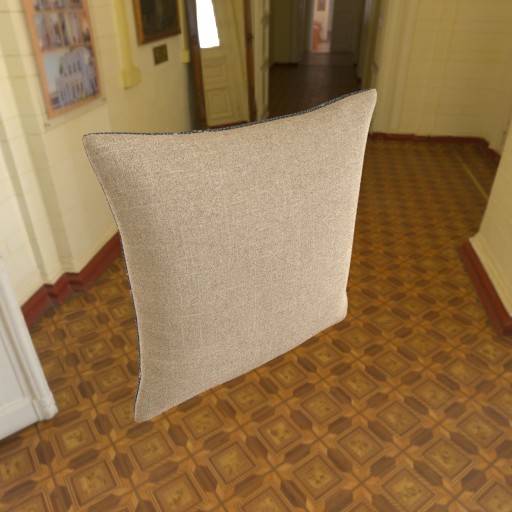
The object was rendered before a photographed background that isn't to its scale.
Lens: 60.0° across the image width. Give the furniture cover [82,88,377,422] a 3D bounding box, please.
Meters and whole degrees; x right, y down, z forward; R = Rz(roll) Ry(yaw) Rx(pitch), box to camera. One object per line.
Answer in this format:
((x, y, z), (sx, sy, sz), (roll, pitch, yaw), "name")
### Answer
((0.000, 0.000, 0.769), (0.511, 0.503, 0.162), (-20, 36, -30), "furniture cover")
